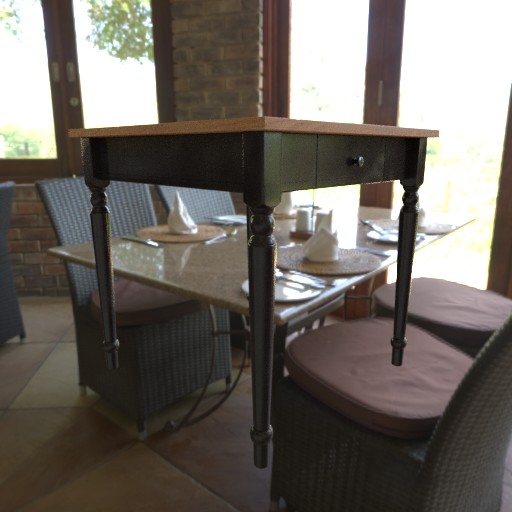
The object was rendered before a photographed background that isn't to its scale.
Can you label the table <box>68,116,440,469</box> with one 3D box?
[{"bbox_3d":[0.000,0.000,1.345,0.747,0.738,0.747,13,18,42],"label":"table"}]
